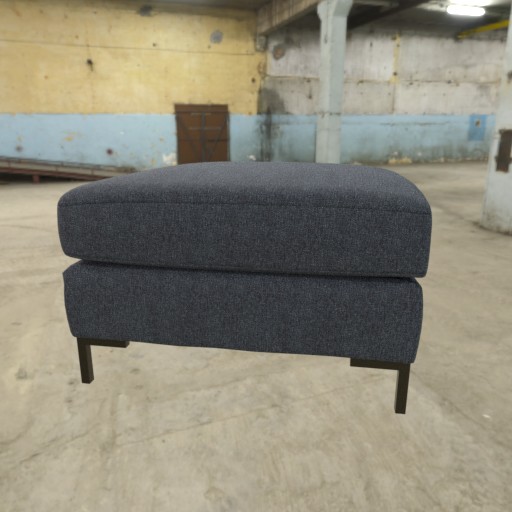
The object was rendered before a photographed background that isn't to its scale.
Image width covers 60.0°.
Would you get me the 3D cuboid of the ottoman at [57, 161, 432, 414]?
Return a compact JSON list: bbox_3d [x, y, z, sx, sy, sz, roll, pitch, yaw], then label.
[{"bbox_3d":[0.000,0.000,1.302,0.831,0.533,0.695,3,16,9],"label":"ottoman"}]
